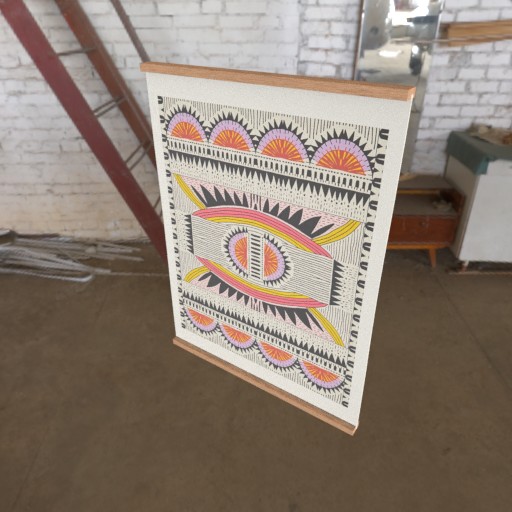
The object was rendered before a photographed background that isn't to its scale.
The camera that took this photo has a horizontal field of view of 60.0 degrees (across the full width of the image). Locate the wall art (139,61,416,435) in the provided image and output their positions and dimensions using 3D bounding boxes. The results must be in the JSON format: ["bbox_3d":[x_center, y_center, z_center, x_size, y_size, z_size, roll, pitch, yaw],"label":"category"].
[{"bbox_3d":[0.000,0.000,0.791,0.456,0.609,0.028,19,35,29],"label":"wall art"}]
